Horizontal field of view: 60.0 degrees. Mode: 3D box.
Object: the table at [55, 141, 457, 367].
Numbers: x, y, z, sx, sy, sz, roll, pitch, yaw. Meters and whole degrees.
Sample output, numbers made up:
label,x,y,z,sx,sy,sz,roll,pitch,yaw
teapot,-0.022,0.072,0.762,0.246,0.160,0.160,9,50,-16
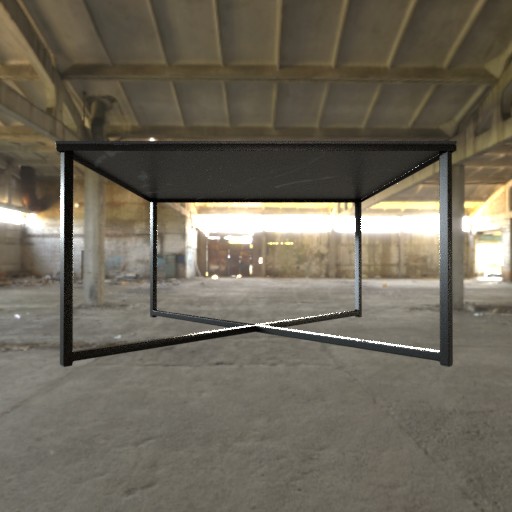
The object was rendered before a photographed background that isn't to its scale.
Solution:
label,x,y,z,sx,sy,sz,roll,pitch,yaw
table,0.000,0.000,1.278,0.800,0.450,0.800,0,-1,0
